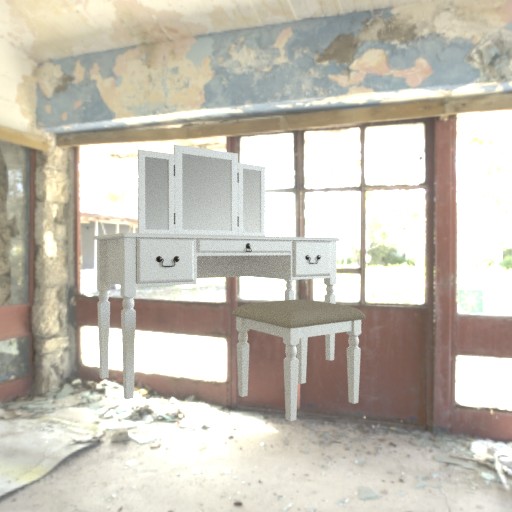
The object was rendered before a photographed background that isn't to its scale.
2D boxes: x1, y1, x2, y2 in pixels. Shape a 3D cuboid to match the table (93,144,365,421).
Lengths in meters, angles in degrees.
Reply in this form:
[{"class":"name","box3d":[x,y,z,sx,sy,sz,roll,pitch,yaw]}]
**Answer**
[{"class":"table","box3d":[0.000,0.000,2.312,1.369,1.310,1.115,0,1,-34]}]
